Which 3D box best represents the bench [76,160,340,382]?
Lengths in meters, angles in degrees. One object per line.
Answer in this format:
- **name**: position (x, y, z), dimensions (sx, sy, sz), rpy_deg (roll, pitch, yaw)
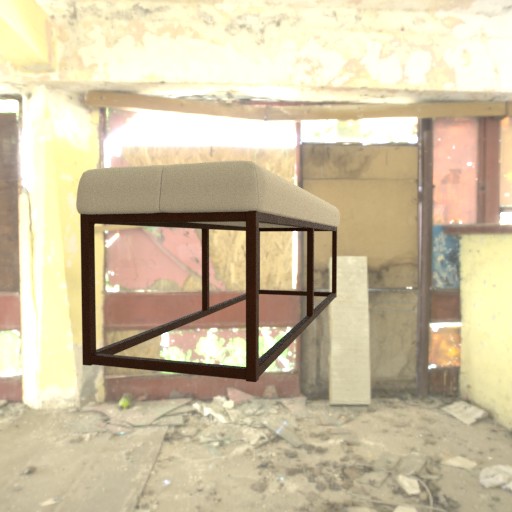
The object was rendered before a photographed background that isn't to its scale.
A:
- **bench**: position (0.000, 0.000, 1.715), dimensions (0.479, 0.488, 1.488), rpy_deg (1, 2, 17)
